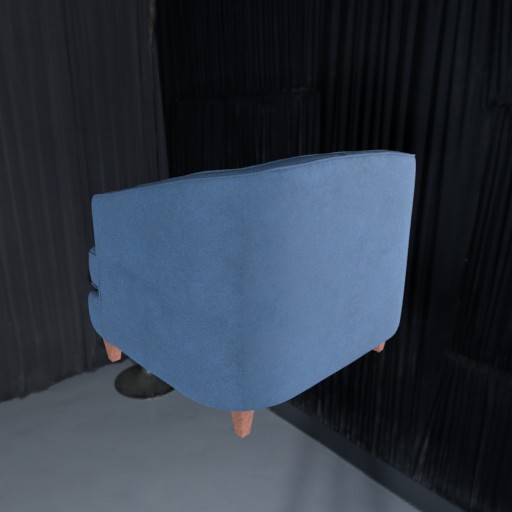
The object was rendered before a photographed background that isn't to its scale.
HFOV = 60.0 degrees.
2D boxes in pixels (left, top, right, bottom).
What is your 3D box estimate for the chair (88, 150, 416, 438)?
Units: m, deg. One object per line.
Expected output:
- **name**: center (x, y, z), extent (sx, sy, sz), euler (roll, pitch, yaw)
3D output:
- **chair**: center (0.000, 0.000, 1.775), extent (1.094, 0.852, 0.940), euler (-16, 23, -41)
